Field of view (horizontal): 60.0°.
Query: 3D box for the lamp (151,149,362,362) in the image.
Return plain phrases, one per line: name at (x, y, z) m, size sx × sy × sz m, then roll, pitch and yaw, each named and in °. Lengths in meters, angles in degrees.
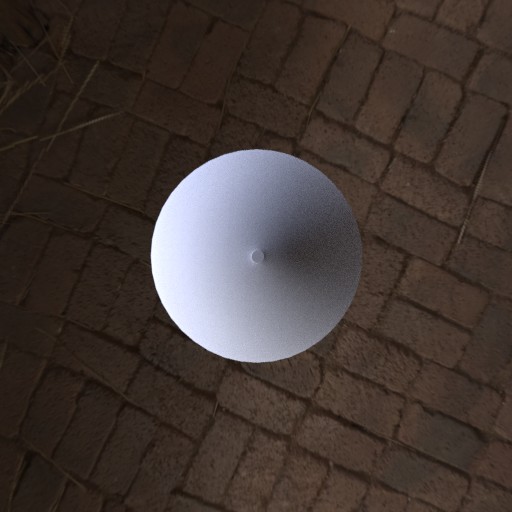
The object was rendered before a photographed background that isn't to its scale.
lamp at (0.000, 0.000, 0.440) m, size 0.171 × 0.330 × 0.171 m, roll 0°, pitch 90°, yaw 0°
